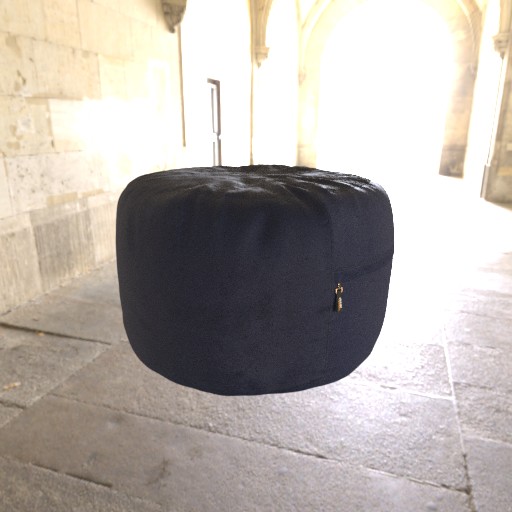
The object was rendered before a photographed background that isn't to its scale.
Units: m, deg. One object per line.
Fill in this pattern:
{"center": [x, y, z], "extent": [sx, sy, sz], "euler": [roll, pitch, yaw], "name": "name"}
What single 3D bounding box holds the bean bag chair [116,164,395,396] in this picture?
{"center": [0.000, 0.000, 2.030], "extent": [1.219, 0.762, 1.219], "euler": [0, 17, 0], "name": "bean bag chair"}
